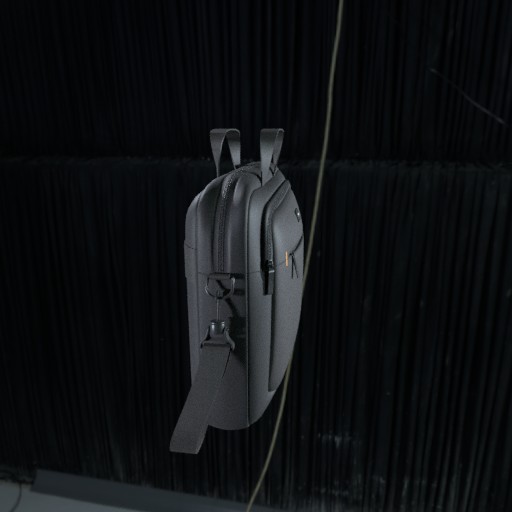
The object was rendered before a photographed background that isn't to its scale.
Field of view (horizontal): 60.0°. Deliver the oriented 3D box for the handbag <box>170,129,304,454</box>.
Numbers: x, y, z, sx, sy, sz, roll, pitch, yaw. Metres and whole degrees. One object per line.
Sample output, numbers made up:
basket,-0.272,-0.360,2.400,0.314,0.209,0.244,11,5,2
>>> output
handbag,0.000,0.000,0.599,0.126,0.330,0.429,2,16,8
